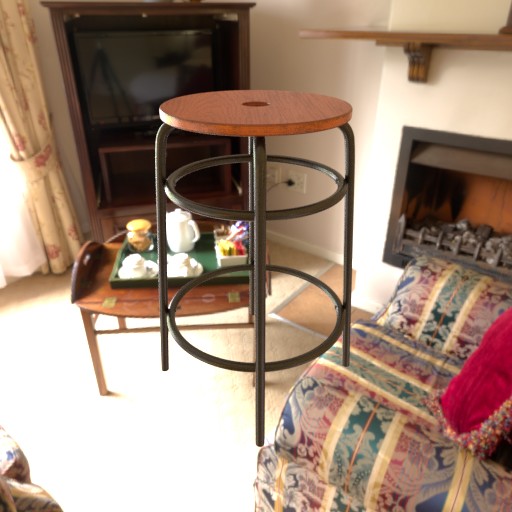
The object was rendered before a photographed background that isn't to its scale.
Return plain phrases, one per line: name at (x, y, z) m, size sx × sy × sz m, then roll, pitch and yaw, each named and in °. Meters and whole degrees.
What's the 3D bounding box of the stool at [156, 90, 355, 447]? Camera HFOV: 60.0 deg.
stool at (0.000, 0.000, 0.926) m, size 0.455 × 0.610 × 0.455 m, roll -1°, pitch 29°, yaw -2°
